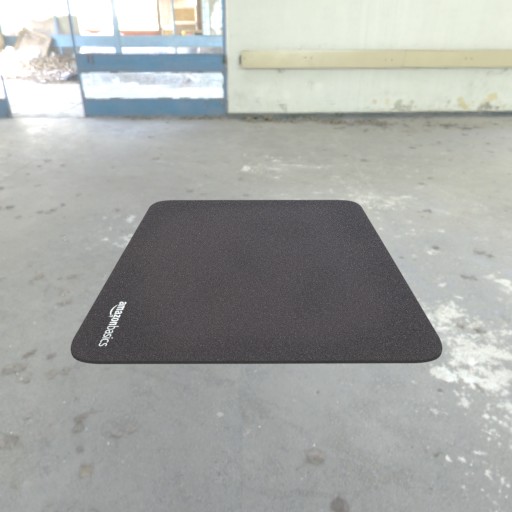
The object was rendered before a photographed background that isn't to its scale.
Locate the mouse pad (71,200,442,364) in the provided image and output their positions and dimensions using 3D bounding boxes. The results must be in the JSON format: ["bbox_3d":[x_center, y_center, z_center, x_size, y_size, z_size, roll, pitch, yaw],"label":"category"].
[{"bbox_3d":[0.000,0.000,0.348,0.211,0.002,0.249,0,27,0],"label":"mouse pad"}]
